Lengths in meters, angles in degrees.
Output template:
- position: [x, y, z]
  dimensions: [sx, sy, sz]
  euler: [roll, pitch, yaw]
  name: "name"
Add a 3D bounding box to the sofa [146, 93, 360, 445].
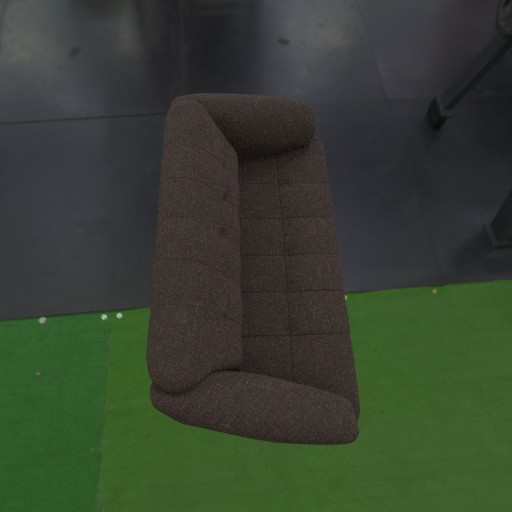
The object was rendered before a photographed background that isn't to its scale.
- position: [0.000, 0.000, 2.287]
  dimensions: [0.887, 0.790, 1.849]
  euler: [-2, 62, -1]
  name: "sofa"
